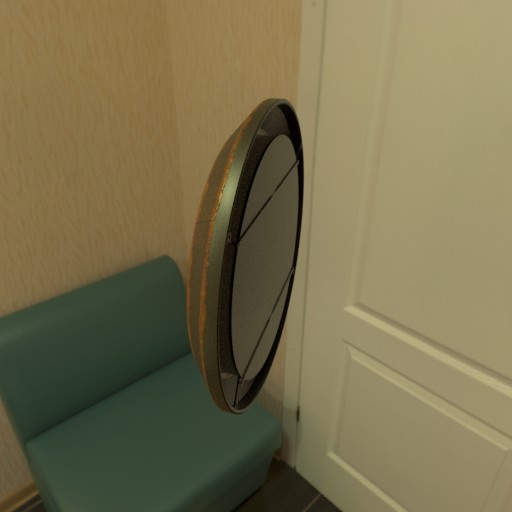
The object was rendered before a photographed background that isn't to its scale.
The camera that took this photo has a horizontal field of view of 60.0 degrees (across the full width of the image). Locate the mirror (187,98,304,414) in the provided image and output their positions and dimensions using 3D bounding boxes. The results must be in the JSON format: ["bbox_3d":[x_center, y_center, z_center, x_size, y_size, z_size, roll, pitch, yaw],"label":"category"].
[{"bbox_3d":[0.000,0.000,1.347,0.111,0.907,0.907,9,31,15],"label":"mirror"}]
